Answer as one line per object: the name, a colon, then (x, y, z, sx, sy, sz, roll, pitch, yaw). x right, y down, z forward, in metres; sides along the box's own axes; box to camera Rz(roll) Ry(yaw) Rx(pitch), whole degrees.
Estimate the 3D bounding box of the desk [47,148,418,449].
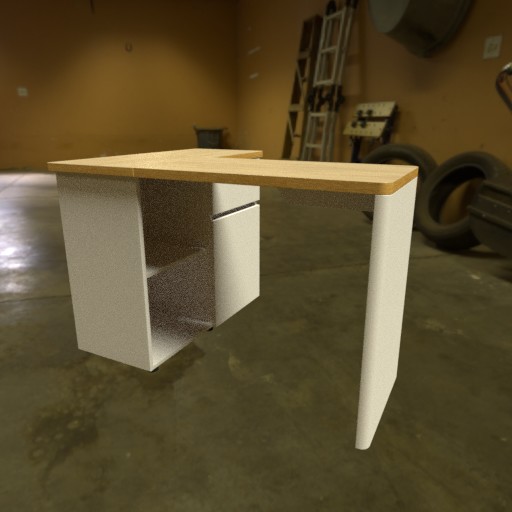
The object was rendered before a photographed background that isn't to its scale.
desk: (0.000, 0.000, 1.777, 1.170, 0.760, 0.900, 9, 19, 26)
